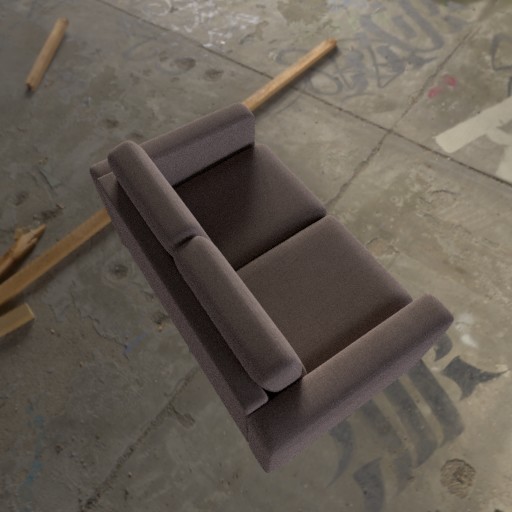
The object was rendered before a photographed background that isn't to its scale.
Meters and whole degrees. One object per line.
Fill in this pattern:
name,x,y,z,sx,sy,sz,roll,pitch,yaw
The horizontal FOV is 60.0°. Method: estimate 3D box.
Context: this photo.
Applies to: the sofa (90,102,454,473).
sofa,0.000,0.000,2.024,0.900,0.800,1.520,-30,62,-17
